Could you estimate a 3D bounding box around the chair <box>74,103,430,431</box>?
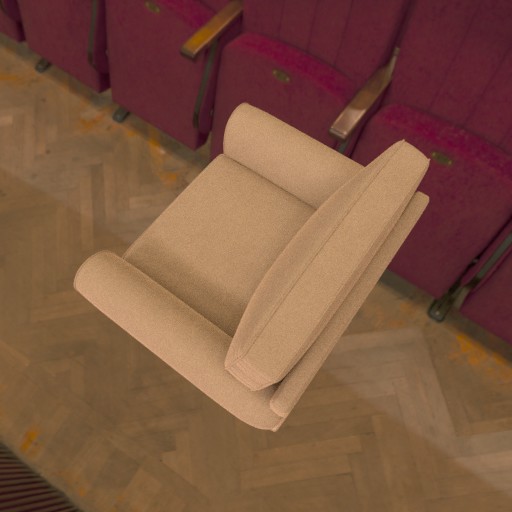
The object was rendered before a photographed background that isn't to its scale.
[{"bbox_3d":[0.000,0.000,1.717,0.863,0.955,1.040,34,69,15],"label":"chair"}]
